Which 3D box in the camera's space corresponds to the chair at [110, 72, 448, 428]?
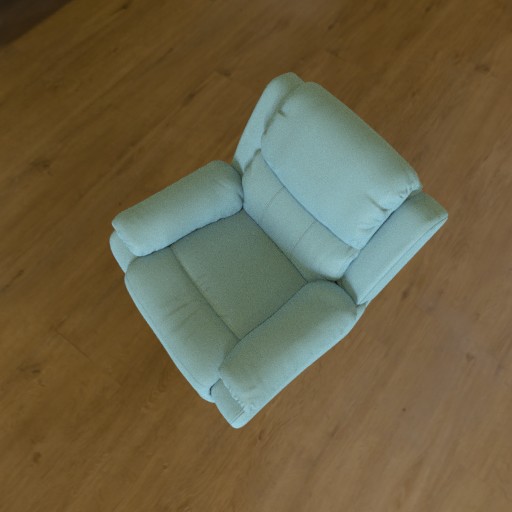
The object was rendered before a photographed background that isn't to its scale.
[{"bbox_3d":[0.000,0.000,1.280,0.709,0.702,0.680,-34,69,-15],"label":"chair"}]
